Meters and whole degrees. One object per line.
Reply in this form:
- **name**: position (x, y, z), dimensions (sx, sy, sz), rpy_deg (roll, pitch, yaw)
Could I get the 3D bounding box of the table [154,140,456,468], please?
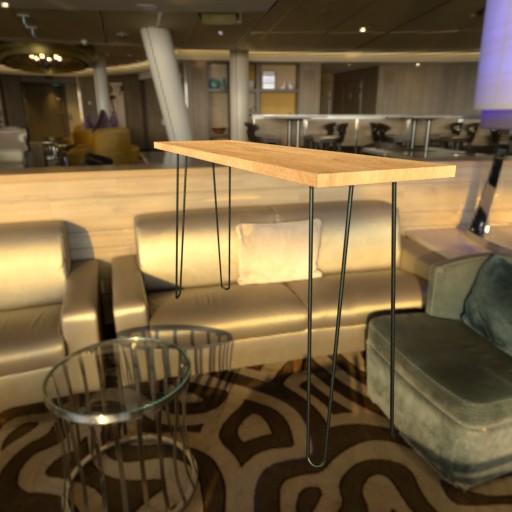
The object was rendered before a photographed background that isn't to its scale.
- **table**: position (0.000, 0.000, 1.710), dimensions (0.399, 0.799, 1.400), rpy_deg (-8, 19, -25)
